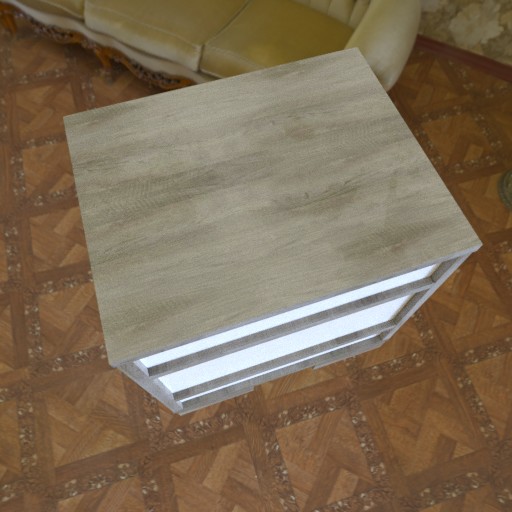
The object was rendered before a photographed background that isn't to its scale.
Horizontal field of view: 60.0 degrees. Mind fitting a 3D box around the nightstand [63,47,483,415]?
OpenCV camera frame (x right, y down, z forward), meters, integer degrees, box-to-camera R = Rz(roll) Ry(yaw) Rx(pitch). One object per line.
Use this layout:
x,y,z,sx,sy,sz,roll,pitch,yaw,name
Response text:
0.000,0.000,0.746,0.427,0.448,0.347,-17,65,-8,nightstand
